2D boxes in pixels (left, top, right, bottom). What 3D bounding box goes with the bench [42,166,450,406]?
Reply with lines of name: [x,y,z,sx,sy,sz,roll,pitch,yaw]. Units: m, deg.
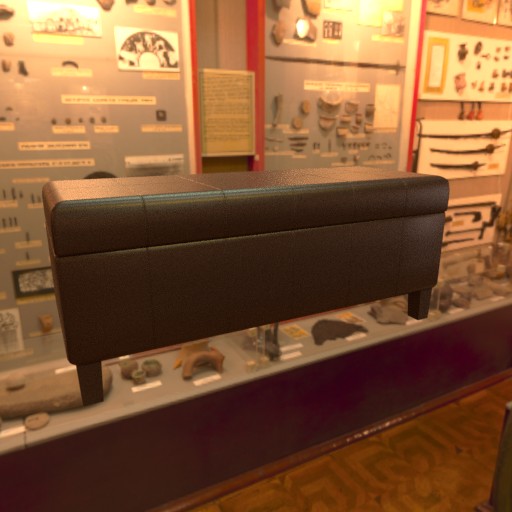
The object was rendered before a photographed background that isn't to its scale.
bench: [0.000,0.000,1.313,1.092,0.457,0.429,-8,18,-26]
